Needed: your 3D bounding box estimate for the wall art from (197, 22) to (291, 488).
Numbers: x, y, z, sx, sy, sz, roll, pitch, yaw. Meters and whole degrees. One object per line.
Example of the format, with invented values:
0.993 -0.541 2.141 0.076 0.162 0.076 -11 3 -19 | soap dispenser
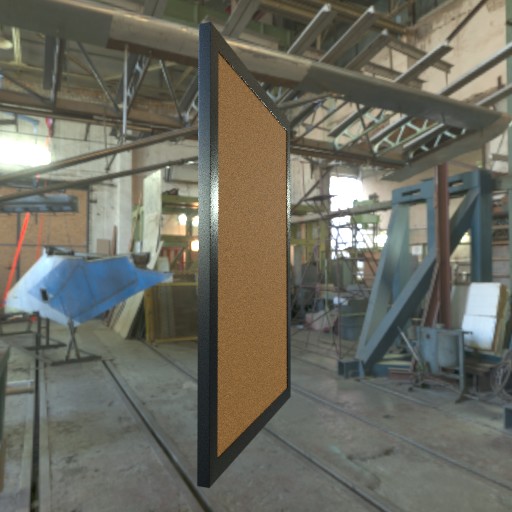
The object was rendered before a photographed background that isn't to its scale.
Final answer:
0.000 0.000 0.844 0.019 0.656 0.462 -1 -2 19 | wall art
